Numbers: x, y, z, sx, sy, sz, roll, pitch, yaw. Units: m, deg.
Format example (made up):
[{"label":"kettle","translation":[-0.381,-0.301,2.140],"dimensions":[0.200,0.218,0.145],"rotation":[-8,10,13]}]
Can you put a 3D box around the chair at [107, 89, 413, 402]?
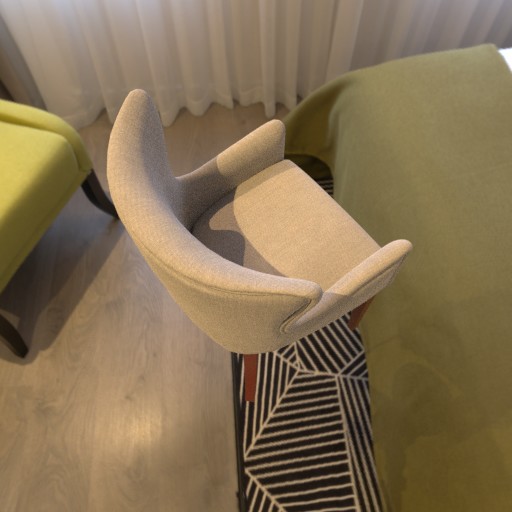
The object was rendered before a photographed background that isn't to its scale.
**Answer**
[{"label":"chair","translation":[0.000,0.000,1.428],"dimensions":[0.677,0.948,0.732],"rotation":[-32,64,-18]}]
